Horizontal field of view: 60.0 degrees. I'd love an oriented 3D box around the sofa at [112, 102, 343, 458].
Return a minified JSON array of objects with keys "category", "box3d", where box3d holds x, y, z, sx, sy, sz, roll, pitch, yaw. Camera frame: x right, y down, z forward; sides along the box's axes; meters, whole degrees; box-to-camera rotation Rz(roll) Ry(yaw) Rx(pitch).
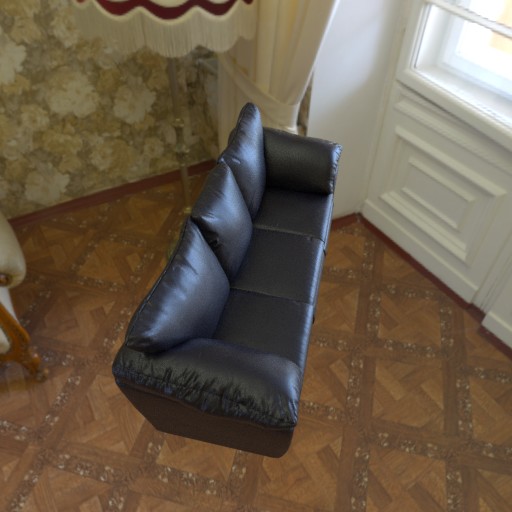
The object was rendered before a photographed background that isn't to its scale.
[{"category":"sofa","box3d":[0.000,0.000,2.871,0.880,1.073,2.336,9,46,9]}]
